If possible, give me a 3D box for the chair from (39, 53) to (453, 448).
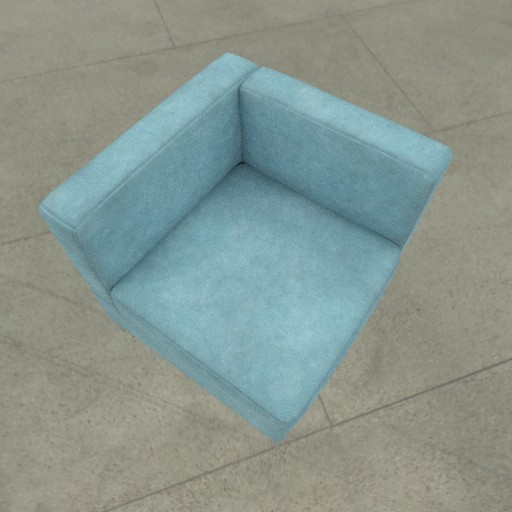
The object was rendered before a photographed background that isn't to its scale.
[{"bbox_3d":[0.000,0.000,1.220,0.684,0.660,0.691,31,63,18],"label":"chair"}]
